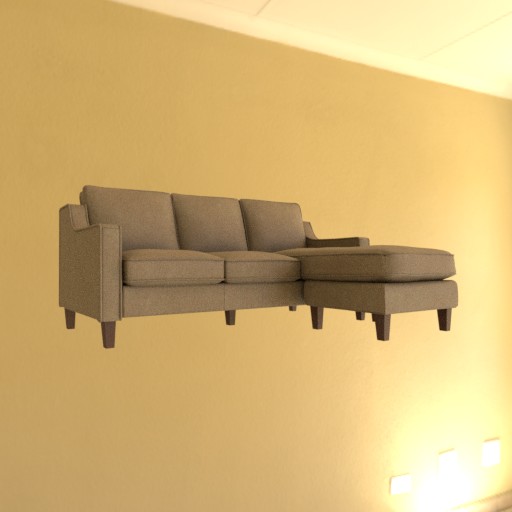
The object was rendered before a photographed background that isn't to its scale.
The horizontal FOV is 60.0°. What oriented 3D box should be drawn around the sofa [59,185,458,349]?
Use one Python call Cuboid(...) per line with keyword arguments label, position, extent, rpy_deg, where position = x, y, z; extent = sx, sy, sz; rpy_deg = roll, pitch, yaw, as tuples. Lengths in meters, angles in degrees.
Cuboid(label="sofa", position=(0.000, 0.000, 3.240), extent=(2.317, 1.081, 1.858), rpy_deg=(1, -1, -36))
